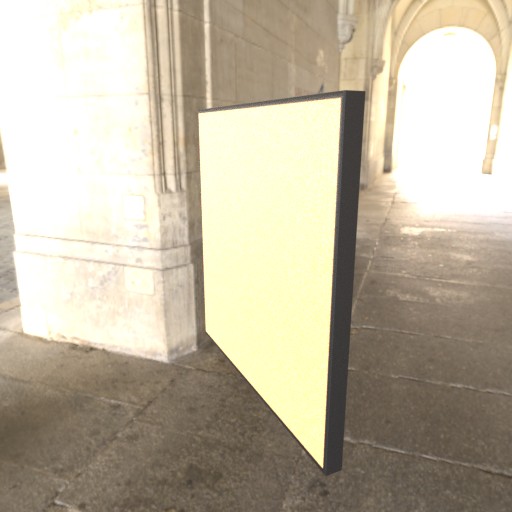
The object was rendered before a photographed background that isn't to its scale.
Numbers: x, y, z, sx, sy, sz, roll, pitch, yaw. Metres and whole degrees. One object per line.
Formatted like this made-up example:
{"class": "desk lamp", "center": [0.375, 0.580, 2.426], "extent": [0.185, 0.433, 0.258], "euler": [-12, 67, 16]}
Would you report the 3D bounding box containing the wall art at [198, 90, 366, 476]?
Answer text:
{"class": "wall art", "center": [0.000, 0.000, 1.174], "extent": [0.042, 0.766, 0.769], "euler": [-7, 17, -25]}
